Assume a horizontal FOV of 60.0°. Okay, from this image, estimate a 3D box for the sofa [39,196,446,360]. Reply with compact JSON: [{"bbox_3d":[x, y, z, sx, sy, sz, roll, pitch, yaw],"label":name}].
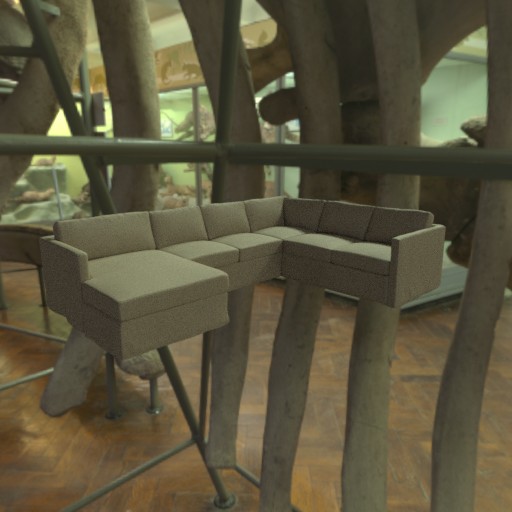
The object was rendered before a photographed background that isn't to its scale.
[{"bbox_3d":[0.000,0.000,4.626,3.528,0.878,2.476,-13,19,-42],"label":"sofa"}]
